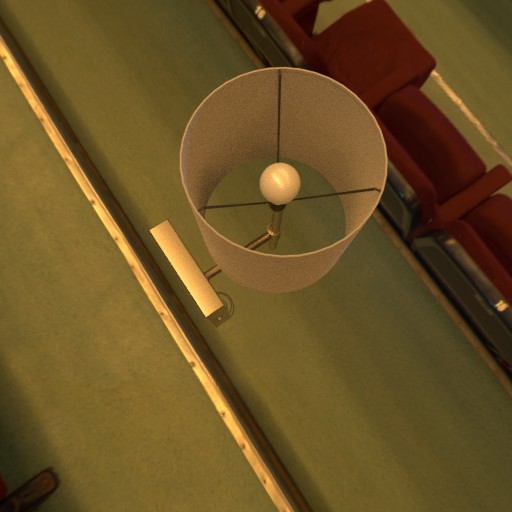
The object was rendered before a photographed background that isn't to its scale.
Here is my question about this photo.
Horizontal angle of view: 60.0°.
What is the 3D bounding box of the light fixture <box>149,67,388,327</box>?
[{"bbox_3d":[0.000,0.000,0.681,0.248,0.589,0.188,-33,78,-8],"label":"light fixture"}]
